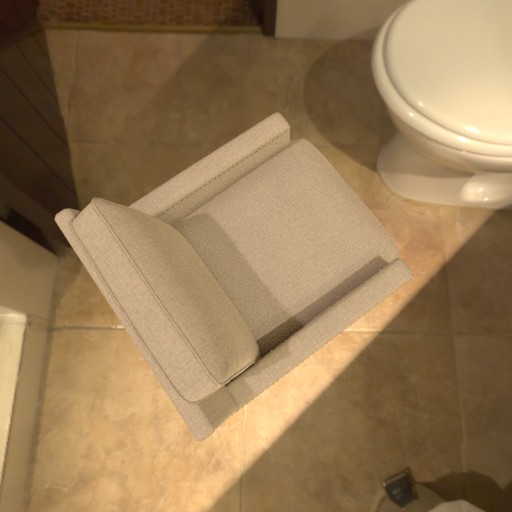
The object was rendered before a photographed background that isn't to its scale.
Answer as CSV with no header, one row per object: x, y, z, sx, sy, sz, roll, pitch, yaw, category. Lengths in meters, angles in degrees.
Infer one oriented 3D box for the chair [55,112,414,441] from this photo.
0.000,0.000,1.735,1.014,0.943,0.853,-35,78,-9,chair
